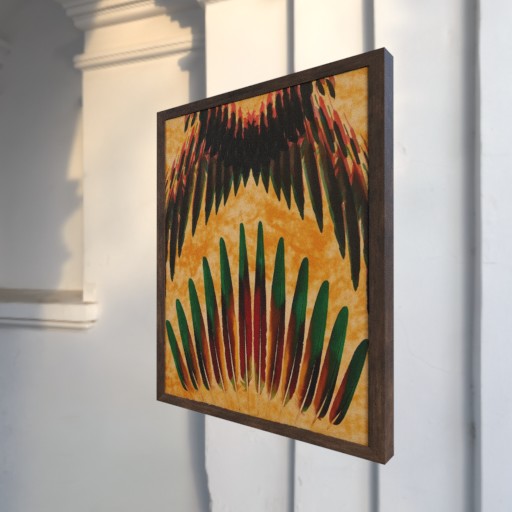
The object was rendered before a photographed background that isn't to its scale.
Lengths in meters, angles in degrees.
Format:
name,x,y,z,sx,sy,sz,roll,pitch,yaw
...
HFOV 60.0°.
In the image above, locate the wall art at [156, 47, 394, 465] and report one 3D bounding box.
name,x,y,z,sx,sy,sz,roll,pitch,yaw
wall art,0.000,0.000,0.538,0.329,0.406,0.027,0,0,36
